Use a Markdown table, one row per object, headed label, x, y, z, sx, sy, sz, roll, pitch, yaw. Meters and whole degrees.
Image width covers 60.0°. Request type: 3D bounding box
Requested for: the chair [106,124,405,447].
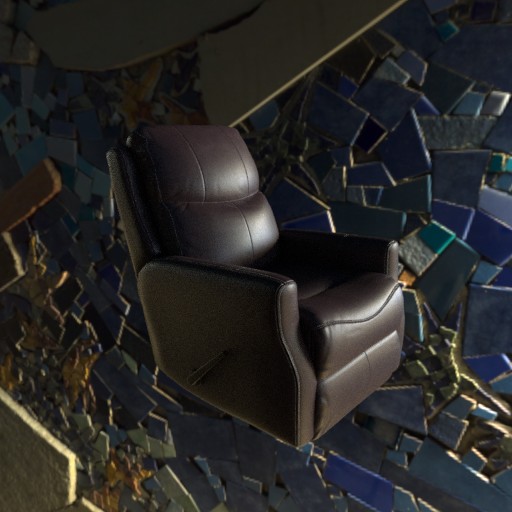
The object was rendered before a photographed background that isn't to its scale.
| label | x | y | z | sx | sy | sz | roll | pitch | yaw |
| --- | --- | --- | --- | --- | --- | --- | --- | --- | --- |
| chair | 0.000 | 0.000 | 1.807 | 1.080 | 1.030 | 0.829 | 14 | 21 | 41 |
